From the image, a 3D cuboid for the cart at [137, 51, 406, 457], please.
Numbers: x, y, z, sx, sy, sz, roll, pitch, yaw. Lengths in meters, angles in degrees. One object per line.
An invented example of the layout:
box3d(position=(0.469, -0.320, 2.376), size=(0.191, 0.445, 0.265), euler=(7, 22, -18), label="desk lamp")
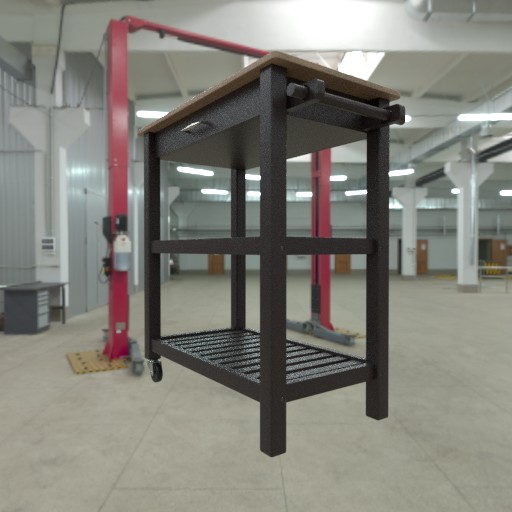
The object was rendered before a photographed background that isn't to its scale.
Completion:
box3d(position=(0.000, 0.000, 1.436), size=(0.457, 0.927, 0.899), euler=(-1, 1, -36), label="cart")
